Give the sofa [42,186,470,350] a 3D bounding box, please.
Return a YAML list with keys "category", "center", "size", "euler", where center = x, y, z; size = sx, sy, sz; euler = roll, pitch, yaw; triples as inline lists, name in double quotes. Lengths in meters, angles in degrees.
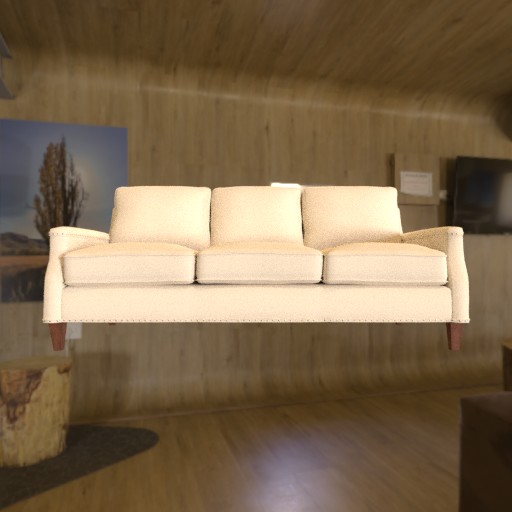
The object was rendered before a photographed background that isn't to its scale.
- category: "sofa"
  center: [0.000, 0.000, 2.833]
  size: [2.246, 1.003, 1.084]
  euler: [0, 0, 0]
